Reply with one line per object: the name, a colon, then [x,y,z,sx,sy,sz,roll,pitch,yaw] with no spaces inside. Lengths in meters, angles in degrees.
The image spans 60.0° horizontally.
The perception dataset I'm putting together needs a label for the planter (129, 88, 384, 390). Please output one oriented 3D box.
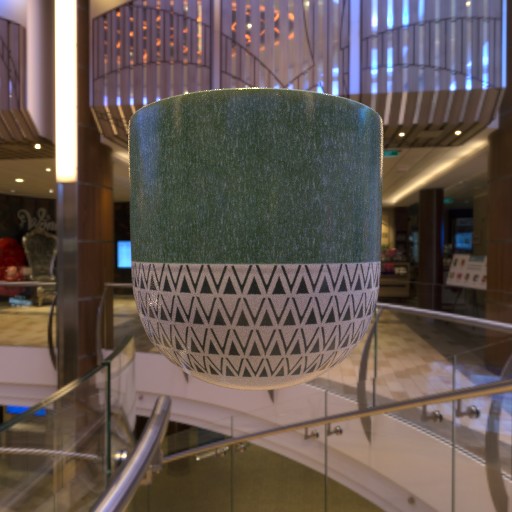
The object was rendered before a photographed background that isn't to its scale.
planter: [0.000,0.000,0.483,0.266,0.270,0.266,0,1,0]
